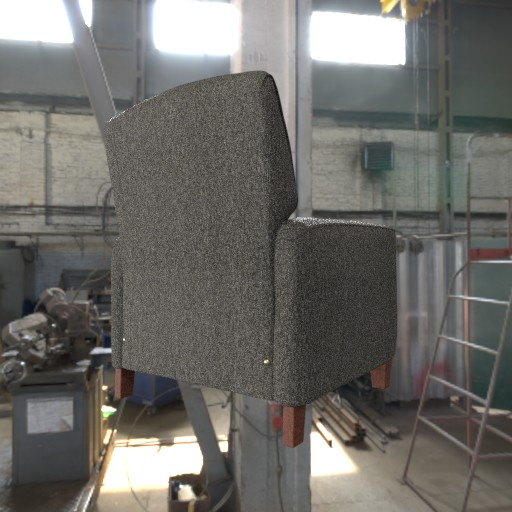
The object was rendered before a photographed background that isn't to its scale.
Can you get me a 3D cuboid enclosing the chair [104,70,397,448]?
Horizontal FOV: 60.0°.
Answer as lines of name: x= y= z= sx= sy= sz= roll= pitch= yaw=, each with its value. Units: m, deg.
chair: x=0.000 y=0.000 z=1.652 sx=0.848 sy=1.014 sz=0.864 roll=-1 pitch=-1 yaw=36
